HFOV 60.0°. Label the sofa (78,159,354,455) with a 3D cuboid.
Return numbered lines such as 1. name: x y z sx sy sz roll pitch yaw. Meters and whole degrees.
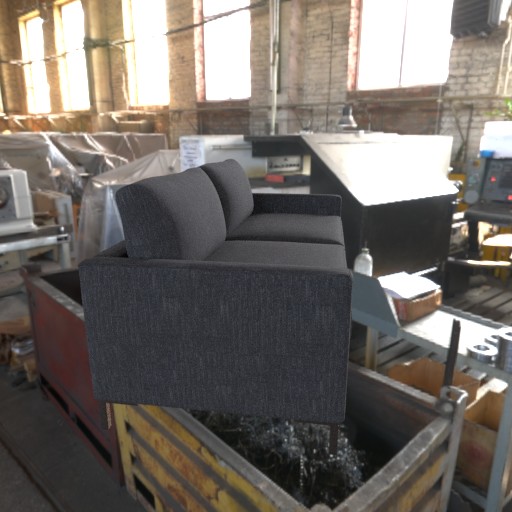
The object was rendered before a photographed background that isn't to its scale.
1. sofa: 0.000 0.000 2.162 0.866 0.862 1.716 3 16 9
